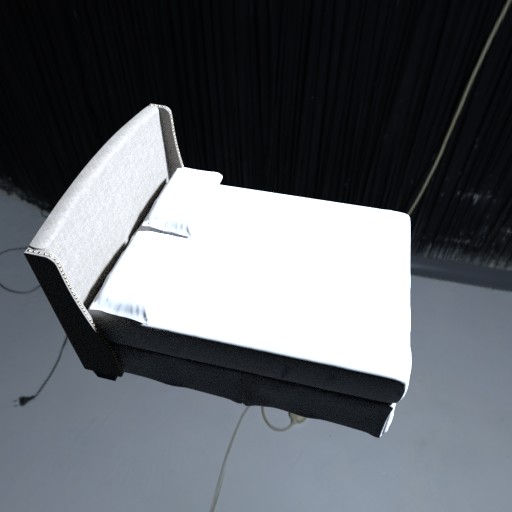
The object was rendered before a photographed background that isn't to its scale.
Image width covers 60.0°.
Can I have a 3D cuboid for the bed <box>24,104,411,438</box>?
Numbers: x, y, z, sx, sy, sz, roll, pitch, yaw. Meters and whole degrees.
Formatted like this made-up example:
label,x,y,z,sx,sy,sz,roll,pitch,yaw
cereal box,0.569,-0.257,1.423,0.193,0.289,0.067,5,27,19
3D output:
label,x,y,z,sx,sy,sz,roll,pitch,yaw
bed,0.000,0.000,3.226,2.237,1.407,1.710,10,47,10
